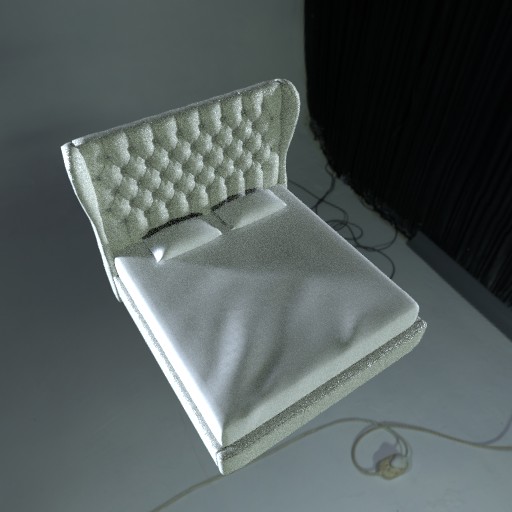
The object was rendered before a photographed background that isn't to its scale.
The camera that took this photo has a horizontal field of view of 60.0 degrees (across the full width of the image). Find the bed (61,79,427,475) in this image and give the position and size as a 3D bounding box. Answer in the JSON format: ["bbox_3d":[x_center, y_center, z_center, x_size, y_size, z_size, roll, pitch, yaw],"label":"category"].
[{"bbox_3d":[0.000,0.000,3.824,2.219,1.771,2.347,-26,52,-22],"label":"bed"}]
